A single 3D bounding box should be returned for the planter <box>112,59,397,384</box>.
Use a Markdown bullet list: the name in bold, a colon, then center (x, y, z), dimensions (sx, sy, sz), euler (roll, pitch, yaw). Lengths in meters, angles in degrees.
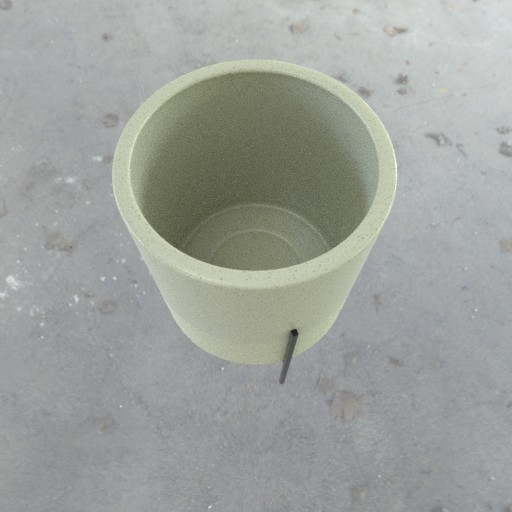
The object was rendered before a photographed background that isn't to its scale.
- **planter**: center (0.000, 0.000, 0.699), dimensions (0.314, 0.475, 0.323), euler (-16, 65, -8)
